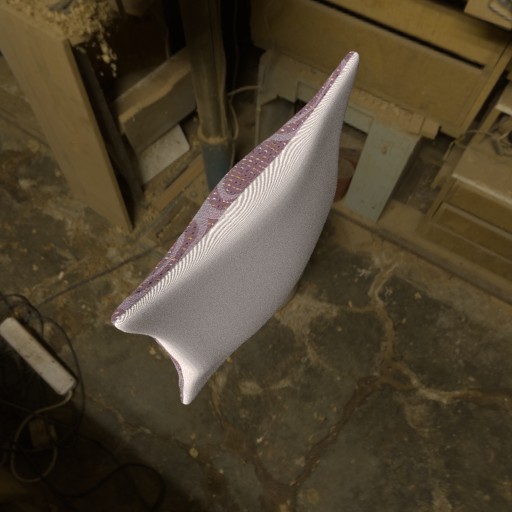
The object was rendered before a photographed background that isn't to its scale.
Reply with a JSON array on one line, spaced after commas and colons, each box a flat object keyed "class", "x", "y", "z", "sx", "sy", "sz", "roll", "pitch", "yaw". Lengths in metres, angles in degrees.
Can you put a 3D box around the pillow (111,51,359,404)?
[{"class": "pillow", "x": 0.000, "y": 0.000, "z": 0.780, "sx": 0.163, "sy": 0.513, "sz": 0.514, "roll": 32, "pitch": 67, "yaw": 15}]
